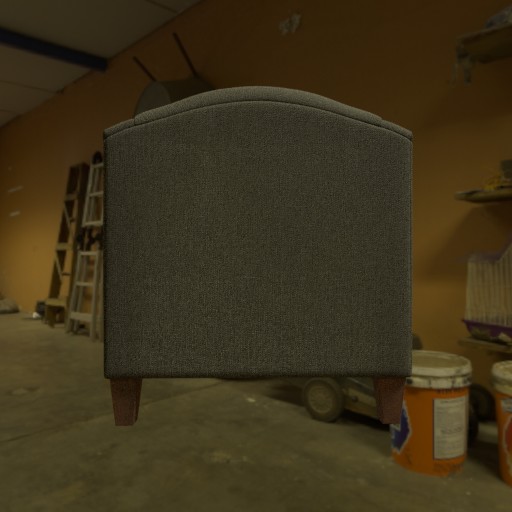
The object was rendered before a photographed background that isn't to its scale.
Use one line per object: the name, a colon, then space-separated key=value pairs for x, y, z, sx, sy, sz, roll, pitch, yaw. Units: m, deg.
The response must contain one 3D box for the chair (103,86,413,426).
chair: x=0.000 y=0.000 z=1.447 sx=0.763 sy=0.839 sz=0.787 roll=0 pitch=0 yaw=-1
